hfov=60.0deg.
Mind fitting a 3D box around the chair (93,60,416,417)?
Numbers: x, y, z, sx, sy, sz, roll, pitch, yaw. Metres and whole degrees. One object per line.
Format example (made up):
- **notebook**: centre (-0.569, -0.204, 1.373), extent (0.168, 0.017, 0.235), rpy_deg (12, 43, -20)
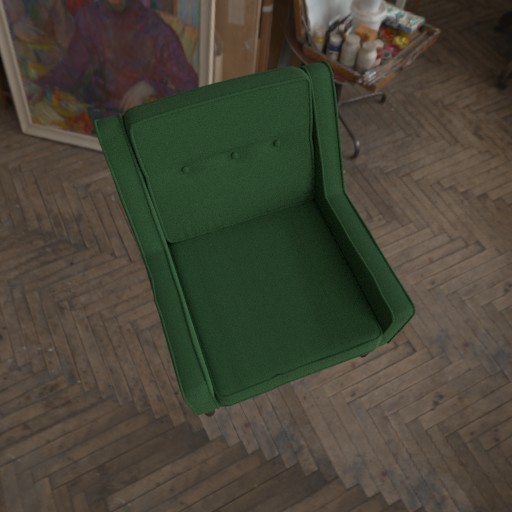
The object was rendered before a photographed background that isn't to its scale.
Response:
- **chair**: centre (0.000, 0.000, 1.345), extent (0.663, 0.792, 0.743), rpy_deg (-18, 64, -9)
